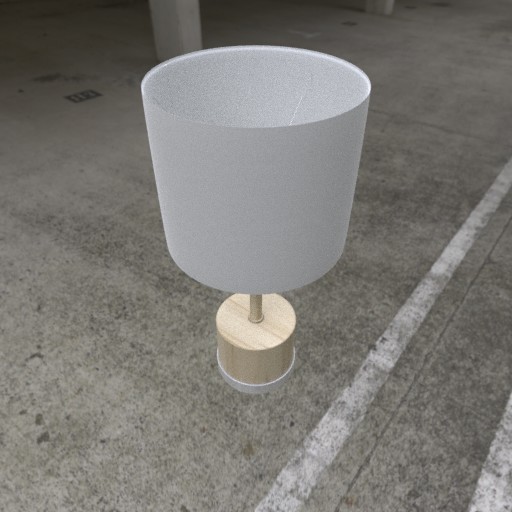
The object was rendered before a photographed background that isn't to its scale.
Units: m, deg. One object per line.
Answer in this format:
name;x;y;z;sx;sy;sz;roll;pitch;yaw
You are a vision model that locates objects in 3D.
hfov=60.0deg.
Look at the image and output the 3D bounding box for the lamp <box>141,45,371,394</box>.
lamp;0.000;0.000;0.598;0.229;0.470;0.229;26;47;27
